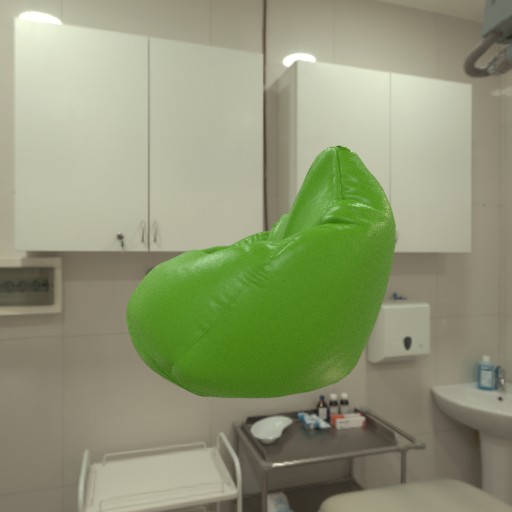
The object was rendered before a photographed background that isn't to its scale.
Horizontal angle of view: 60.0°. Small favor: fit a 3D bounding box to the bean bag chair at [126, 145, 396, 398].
[{"bbox_3d":[0.000,0.000,1.900,1.070,0.990,1.070,0,0,-18],"label":"bean bag chair"}]
